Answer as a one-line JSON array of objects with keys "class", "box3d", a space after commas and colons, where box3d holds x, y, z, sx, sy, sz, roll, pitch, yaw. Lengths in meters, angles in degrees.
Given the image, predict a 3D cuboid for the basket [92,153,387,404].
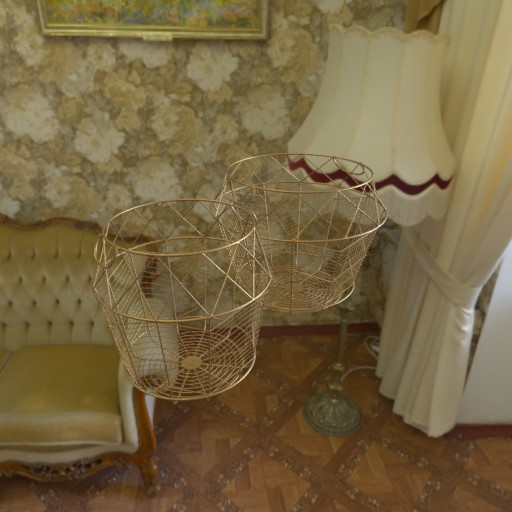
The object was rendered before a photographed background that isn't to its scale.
[{"class": "basket", "box3d": [0.000, 0.000, 1.055, 0.451, 0.343, 0.805, 18, 31, 33]}]
